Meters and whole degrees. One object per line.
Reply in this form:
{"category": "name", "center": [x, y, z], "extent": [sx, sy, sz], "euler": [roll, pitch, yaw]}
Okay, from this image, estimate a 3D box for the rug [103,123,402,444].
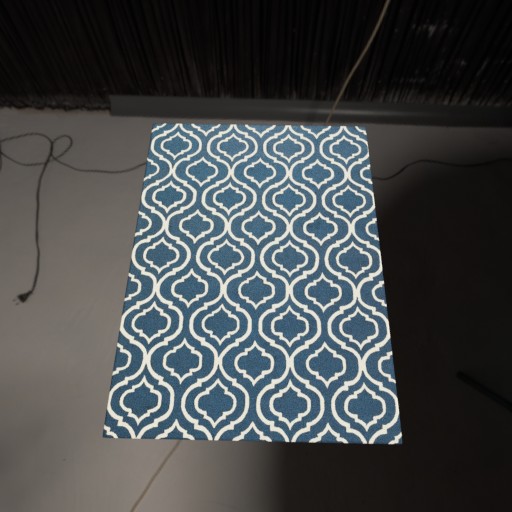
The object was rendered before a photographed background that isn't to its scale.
{"category": "rug", "center": [0.000, 0.000, 4.341], "extent": [2.438, 0.010, 3.353], "euler": [1, 64, 1]}
